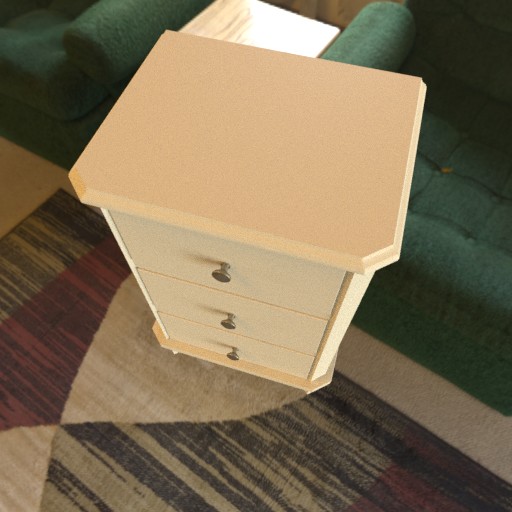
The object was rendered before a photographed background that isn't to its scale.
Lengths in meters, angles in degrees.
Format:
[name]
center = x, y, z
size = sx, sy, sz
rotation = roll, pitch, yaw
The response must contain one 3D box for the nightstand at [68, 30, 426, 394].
[nightstand]
center = 0.000, 0.000, 0.900
size = 0.435, 0.681, 0.351
rotation = 15, 61, 8
